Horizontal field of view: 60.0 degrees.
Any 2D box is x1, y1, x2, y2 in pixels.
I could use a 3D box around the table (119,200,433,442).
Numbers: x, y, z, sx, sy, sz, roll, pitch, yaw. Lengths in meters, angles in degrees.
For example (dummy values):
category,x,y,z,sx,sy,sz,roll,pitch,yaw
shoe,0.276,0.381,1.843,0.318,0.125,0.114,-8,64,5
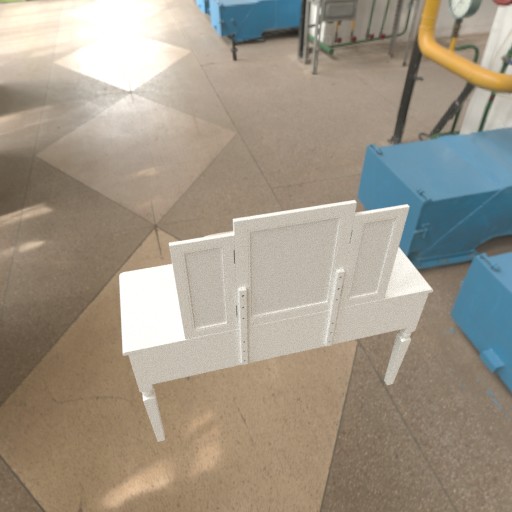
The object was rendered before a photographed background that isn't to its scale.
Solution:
category,x,y,z,sx,sy,sz,roll,pitch,yaw
table,0.000,0.000,2.330,1.369,1.310,1.115,-10,42,-11
